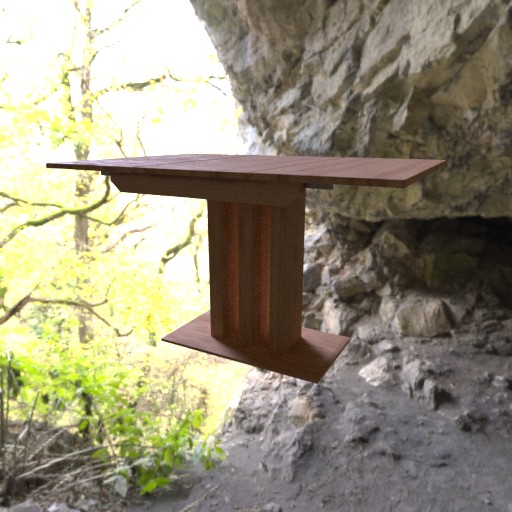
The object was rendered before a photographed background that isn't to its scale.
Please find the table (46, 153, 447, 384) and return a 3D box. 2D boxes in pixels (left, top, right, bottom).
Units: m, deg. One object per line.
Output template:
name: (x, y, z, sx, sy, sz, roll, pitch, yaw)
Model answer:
table: (0.000, 0.000, 1.840, 1.300, 0.770, 0.900, 8, 18, 27)
